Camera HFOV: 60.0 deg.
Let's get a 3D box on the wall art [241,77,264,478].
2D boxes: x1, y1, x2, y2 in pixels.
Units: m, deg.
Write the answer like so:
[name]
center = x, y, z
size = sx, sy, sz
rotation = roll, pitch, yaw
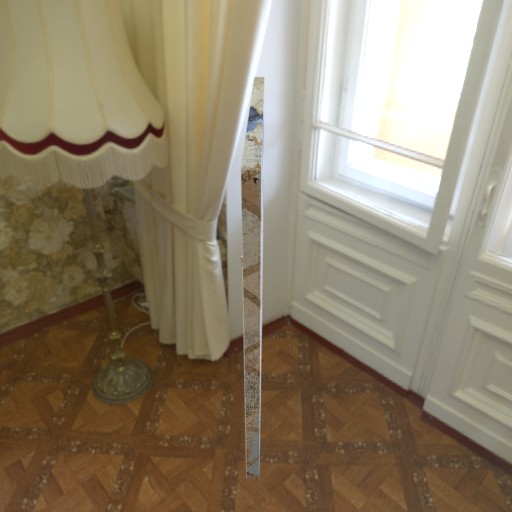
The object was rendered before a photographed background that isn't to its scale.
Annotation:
[wall art]
center = 0.000, 0.000, 1.395
size = 0.039, 0.914, 0.912
rotation = 1, 31, 1
